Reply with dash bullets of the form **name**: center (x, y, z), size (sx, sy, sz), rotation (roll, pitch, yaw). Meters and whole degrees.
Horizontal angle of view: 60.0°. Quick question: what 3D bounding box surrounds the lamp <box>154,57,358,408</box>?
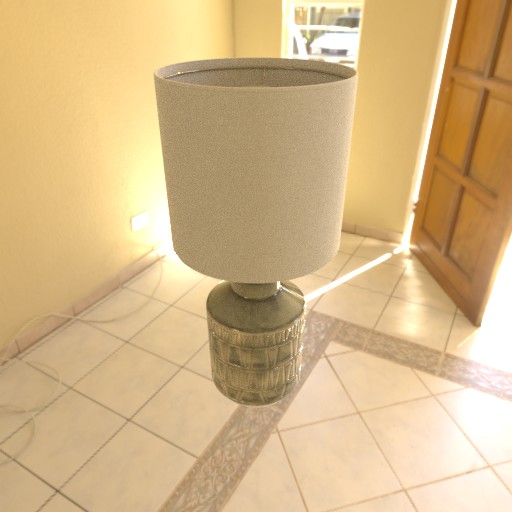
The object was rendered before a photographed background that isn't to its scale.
- **lamp**: center (0.000, 0.000, 0.581), size (0.211, 0.455, 0.211), rotation (11, 32, 17)
